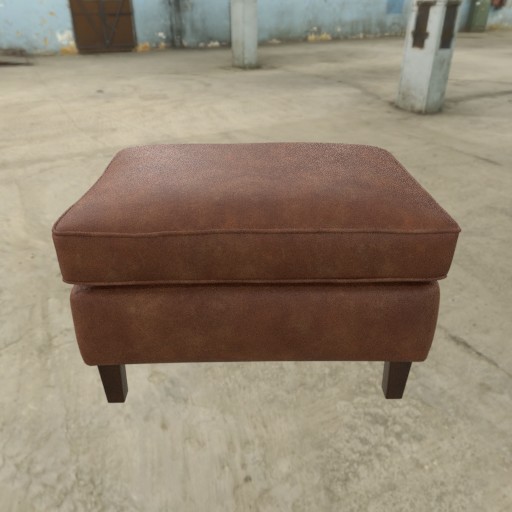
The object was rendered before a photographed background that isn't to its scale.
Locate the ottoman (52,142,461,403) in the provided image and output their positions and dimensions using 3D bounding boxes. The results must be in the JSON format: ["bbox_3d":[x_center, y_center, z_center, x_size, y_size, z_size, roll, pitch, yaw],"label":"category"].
[{"bbox_3d":[0.000,0.000,0.969,0.665,0.418,0.501,0,30,-1],"label":"ottoman"}]
